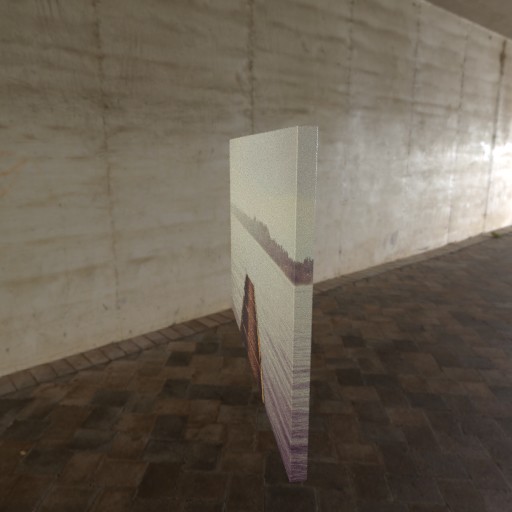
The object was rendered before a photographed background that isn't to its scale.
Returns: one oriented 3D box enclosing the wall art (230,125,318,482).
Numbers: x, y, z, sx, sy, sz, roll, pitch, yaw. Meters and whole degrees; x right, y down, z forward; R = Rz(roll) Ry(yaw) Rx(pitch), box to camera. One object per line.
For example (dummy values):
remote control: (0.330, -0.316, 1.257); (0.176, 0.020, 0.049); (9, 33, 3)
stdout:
wall art: (0.000, 0.000, 0.777); (0.021, 0.410, 0.615); (-2, 14, -9)
